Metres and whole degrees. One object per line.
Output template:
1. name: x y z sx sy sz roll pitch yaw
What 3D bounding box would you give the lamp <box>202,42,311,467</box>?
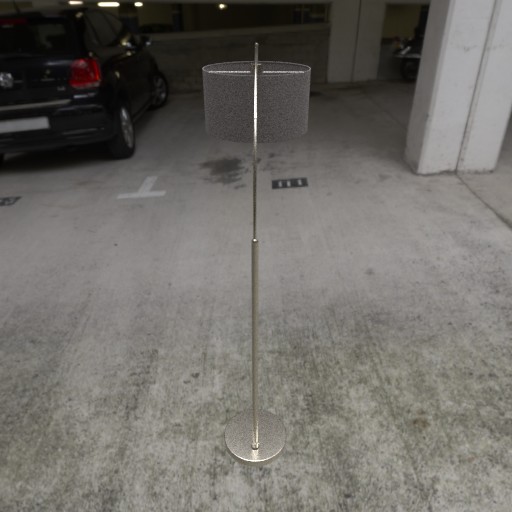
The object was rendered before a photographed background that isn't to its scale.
1. lamp: 0.000 0.000 2.039 0.452 1.735 0.934 0 30 1
